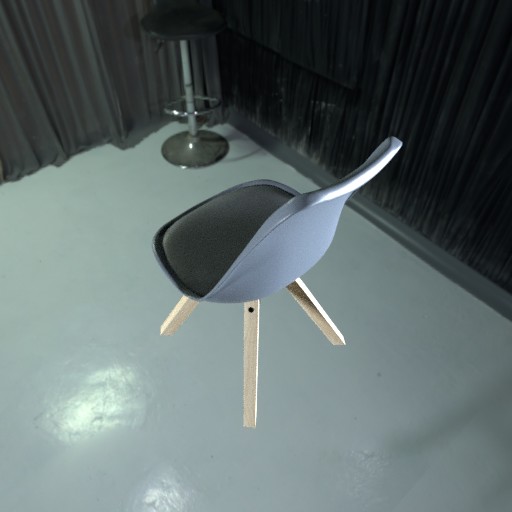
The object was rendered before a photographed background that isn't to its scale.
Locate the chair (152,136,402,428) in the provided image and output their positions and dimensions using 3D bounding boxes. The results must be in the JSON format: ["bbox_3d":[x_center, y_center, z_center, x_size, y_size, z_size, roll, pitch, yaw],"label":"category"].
[{"bbox_3d":[0.000,0.000,1.201,0.485,0.850,0.550,-34,56,-28],"label":"chair"}]
